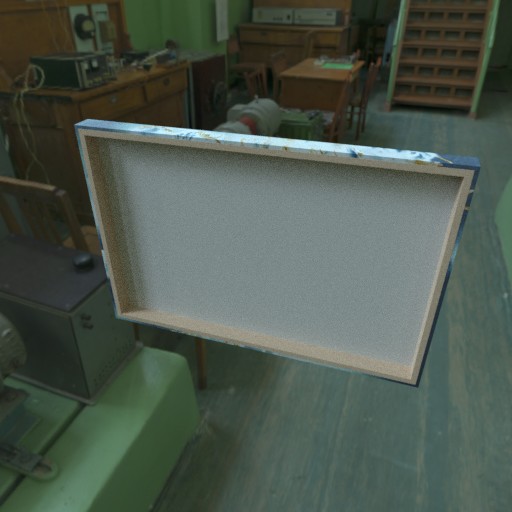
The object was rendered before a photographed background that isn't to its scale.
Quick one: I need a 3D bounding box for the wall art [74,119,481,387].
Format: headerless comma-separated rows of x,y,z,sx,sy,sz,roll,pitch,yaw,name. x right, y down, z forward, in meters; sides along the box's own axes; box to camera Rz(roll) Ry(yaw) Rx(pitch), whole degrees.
0.000,0.000,0.760,0.607,0.405,0.036,10,33,15,wall art
